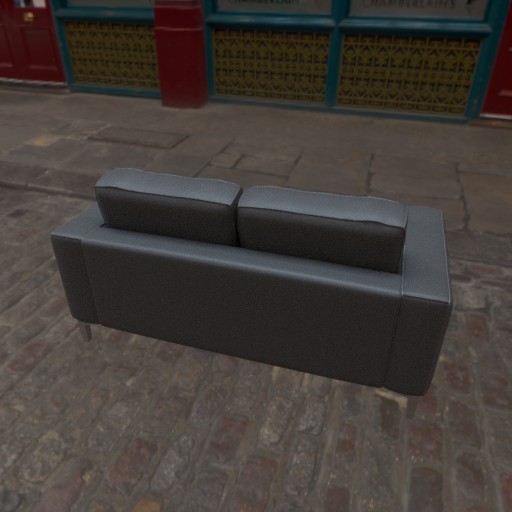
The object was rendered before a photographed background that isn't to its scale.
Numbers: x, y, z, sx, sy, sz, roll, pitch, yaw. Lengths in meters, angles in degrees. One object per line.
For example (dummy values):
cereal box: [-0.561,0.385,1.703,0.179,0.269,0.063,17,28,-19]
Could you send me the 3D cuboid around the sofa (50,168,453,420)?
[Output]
sofa: [0.000,0.000,2.183,1.726,0.893,0.833,9,32,15]
